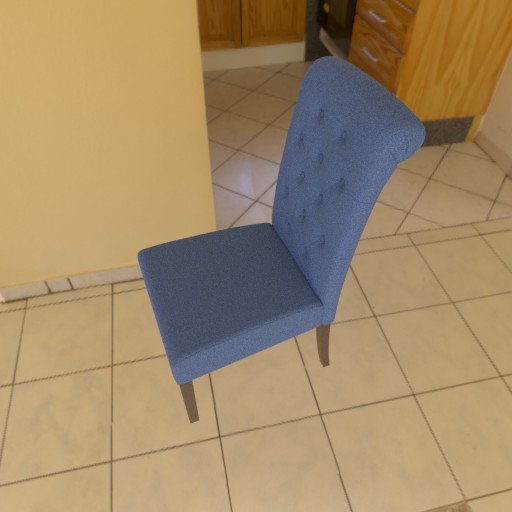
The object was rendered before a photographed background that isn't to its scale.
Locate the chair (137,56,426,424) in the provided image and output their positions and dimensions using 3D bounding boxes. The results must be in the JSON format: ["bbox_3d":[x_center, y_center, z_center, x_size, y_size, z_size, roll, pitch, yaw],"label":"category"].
[{"bbox_3d":[0.000,0.000,1.352,0.671,1.006,0.456,-16,48,-15],"label":"chair"}]
